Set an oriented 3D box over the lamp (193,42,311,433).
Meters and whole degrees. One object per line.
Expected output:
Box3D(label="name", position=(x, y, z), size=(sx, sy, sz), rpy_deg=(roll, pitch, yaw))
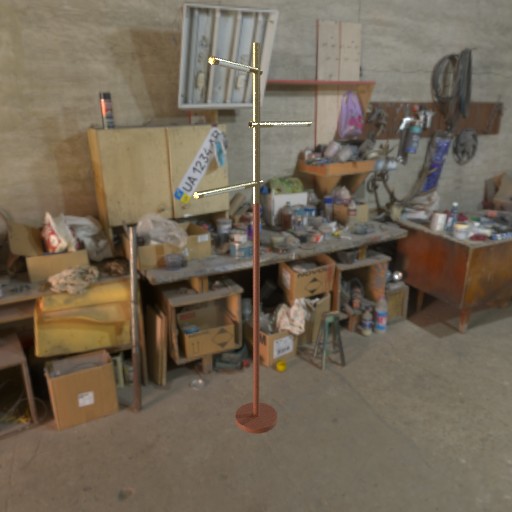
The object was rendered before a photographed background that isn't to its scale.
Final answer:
Box3D(label="lamp", position=(0.000, 0.000, 1.947), size=(0.209, 1.704, 0.737), rpy_deg=(9, 19, 26))
